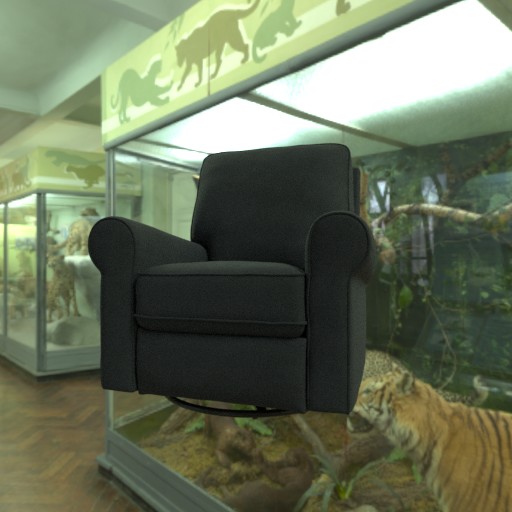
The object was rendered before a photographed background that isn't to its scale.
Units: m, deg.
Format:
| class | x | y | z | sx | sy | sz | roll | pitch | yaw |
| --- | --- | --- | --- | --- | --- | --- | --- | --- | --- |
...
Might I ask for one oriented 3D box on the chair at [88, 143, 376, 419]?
| class | x | y | z | sx | sy | sz | roll | pitch | yaw |
| --- | --- | --- | --- | --- | --- | --- | --- | --- | --- |
| chair | 0.000 | 0.000 | 1.676 | 0.890 | 0.961 | 0.878 | 0 | 0 | 17 |
